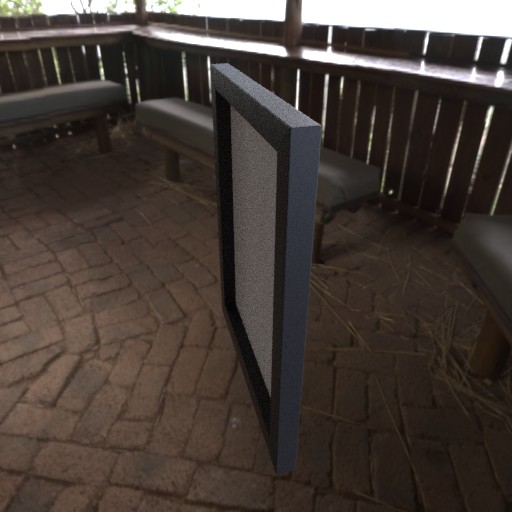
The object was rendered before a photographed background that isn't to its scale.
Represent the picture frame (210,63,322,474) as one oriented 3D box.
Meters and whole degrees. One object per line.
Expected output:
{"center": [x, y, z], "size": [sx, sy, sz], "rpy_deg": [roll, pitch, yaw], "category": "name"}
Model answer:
{"center": [0.000, 0.000, 0.525], "size": [0.036, 0.383, 0.307], "rpy_deg": [-8, 32, -13], "category": "picture frame"}
